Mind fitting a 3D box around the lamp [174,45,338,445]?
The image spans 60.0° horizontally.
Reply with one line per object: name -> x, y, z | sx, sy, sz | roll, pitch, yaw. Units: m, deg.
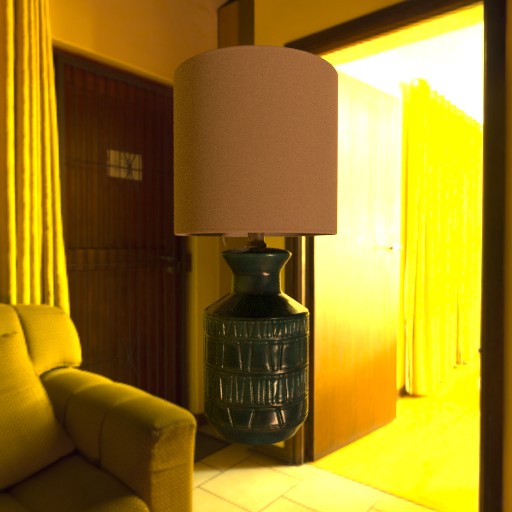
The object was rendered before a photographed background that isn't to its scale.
lamp -> 0.000, 0.000, 0.582 | 0.211, 0.455, 0.211 | 0, 1, 19
